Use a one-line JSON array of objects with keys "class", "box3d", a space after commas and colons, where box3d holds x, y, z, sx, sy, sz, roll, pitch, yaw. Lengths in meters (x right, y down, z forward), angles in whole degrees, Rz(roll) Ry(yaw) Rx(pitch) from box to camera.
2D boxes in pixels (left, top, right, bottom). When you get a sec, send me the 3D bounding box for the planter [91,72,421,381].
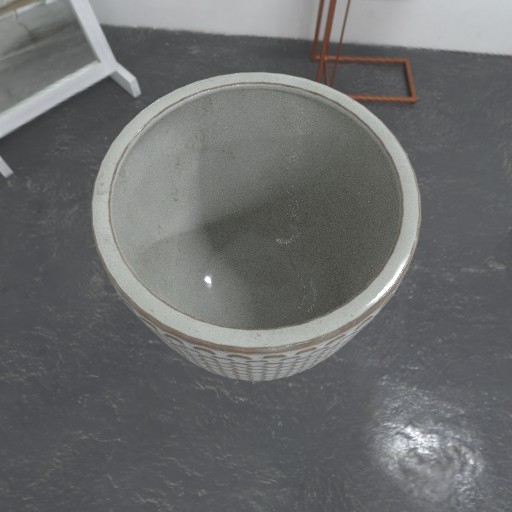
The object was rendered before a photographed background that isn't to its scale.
[{"class": "planter", "box3d": [0.000, 0.000, 0.243, 0.139, 0.130, 0.139, 0, 64, 0]}]
